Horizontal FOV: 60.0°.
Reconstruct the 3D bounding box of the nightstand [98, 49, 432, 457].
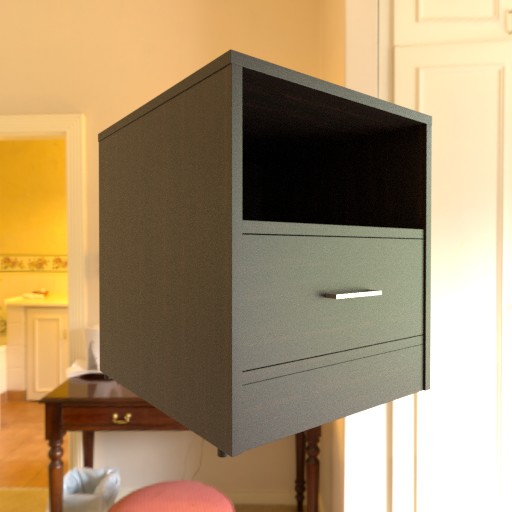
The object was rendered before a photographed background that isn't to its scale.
[{"bbox_3d":[0.000,0.000,0.780,0.400,0.460,0.461,-1,1,-37],"label":"nightstand"}]
